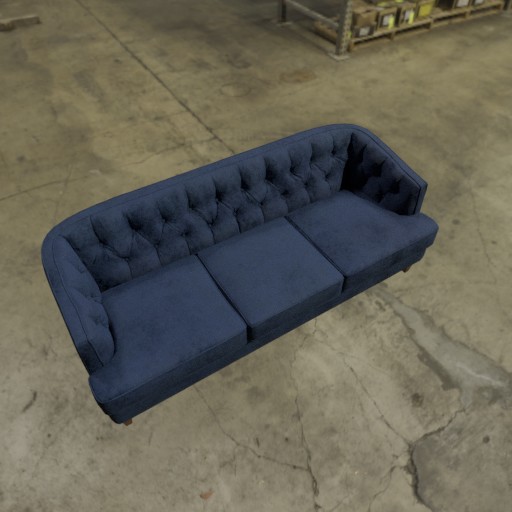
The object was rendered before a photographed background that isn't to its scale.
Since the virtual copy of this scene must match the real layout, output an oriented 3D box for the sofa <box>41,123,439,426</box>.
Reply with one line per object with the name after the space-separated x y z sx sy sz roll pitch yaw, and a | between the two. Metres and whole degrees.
0.000 0.000 2.727 2.278 0.855 0.941 -24 51 -21 | sofa
